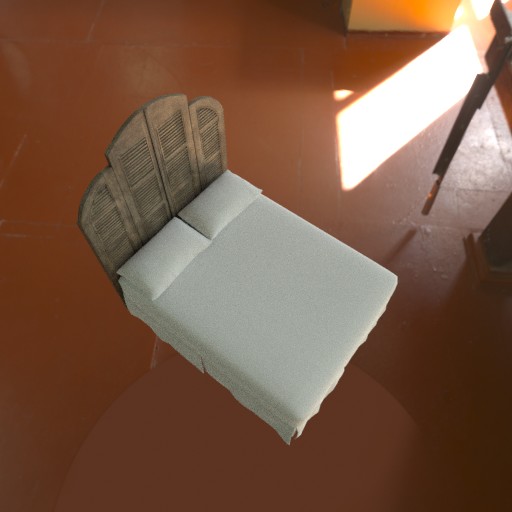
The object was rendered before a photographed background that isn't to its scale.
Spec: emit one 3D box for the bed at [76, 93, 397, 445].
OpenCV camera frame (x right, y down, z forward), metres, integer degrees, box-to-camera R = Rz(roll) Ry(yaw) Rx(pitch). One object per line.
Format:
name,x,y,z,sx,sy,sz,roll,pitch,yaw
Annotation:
bed,0.000,0.000,3.663,2.138,2.019,1.713,33,64,19
